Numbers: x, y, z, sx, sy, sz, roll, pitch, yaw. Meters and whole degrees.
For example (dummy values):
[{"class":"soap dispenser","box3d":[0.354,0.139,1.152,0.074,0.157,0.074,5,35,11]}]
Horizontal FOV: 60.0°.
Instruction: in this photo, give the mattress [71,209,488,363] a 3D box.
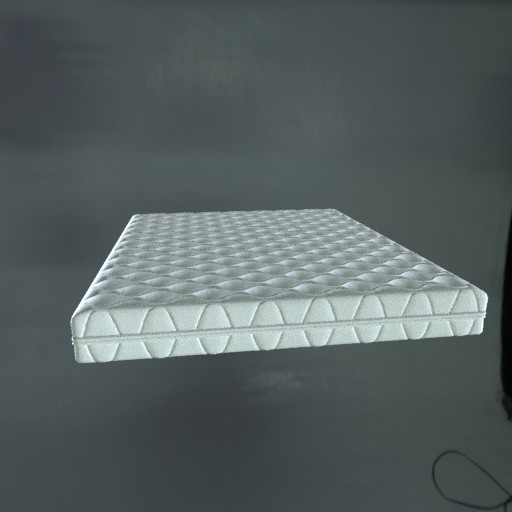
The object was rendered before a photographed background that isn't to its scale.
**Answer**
[{"class":"mattress","box3d":[0.000,0.000,2.565,1.600,0.200,1.900,-2,16,-8]}]
